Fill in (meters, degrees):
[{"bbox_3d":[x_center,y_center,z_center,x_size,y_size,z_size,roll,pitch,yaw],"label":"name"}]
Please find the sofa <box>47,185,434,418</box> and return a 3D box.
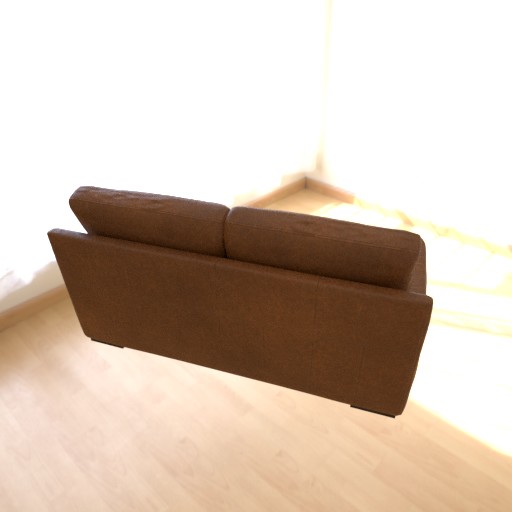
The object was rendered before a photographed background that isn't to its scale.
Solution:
[{"bbox_3d":[0.000,0.000,2.528,1.880,0.966,1.144,10,33,15],"label":"sofa"}]
